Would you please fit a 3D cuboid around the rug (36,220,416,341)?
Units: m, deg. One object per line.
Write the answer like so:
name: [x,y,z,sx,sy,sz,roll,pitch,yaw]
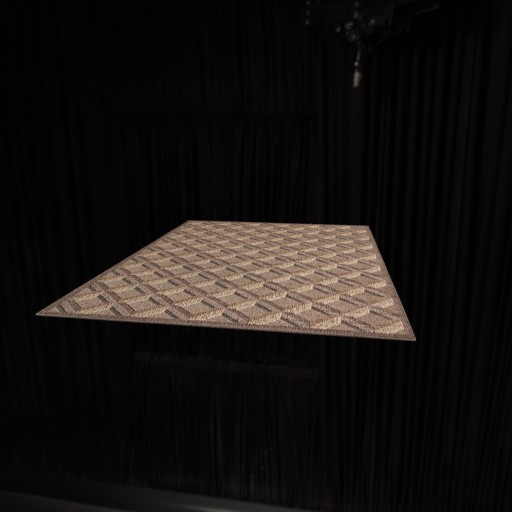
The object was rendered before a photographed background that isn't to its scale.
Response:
rug: [0.000,0.000,4.263,2.382,0.018,3.294,2,16,9]
